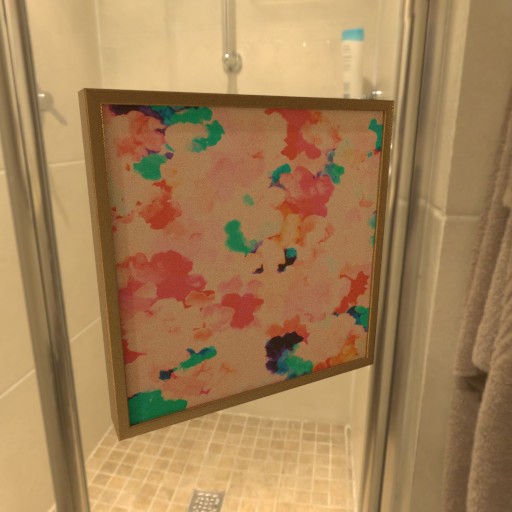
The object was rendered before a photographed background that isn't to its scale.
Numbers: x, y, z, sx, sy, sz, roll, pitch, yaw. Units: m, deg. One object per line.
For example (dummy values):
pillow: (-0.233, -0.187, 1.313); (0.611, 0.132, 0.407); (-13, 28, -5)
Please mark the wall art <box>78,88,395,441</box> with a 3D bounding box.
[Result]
wall art: (0.000, 0.000, 0.450); (0.304, 0.305, 0.038); (-8, 18, -26)
